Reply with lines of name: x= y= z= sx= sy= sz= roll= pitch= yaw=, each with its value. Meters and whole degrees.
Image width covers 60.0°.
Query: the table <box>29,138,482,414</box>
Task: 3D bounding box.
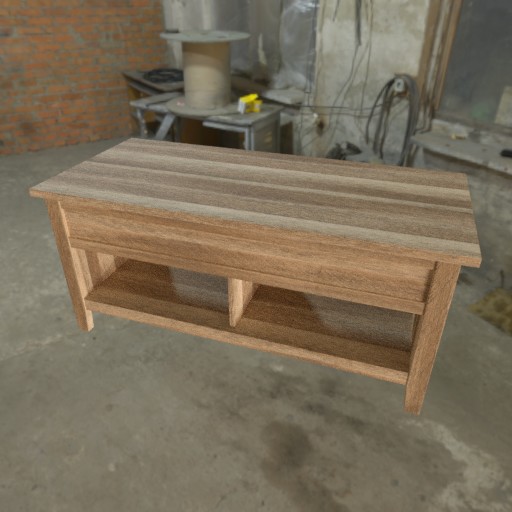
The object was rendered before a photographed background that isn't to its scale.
table: x=0.000 y=0.000 z=1.336 sx=1.095 sy=0.480 sz=0.493 roll=10 pitch=33 yaw=16
